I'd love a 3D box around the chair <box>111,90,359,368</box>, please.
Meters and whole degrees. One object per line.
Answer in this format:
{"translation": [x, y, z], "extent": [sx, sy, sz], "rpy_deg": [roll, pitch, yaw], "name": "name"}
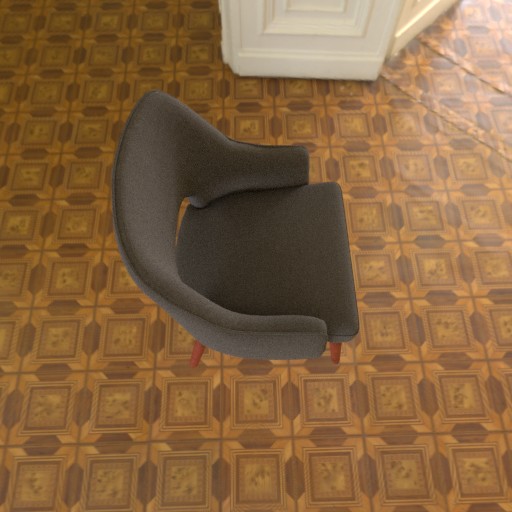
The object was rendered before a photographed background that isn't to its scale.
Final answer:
{"translation": [0.000, 0.000, 1.219], "extent": [0.560, 0.838, 0.559], "rpy_deg": [-2, 66, -1], "name": "chair"}
